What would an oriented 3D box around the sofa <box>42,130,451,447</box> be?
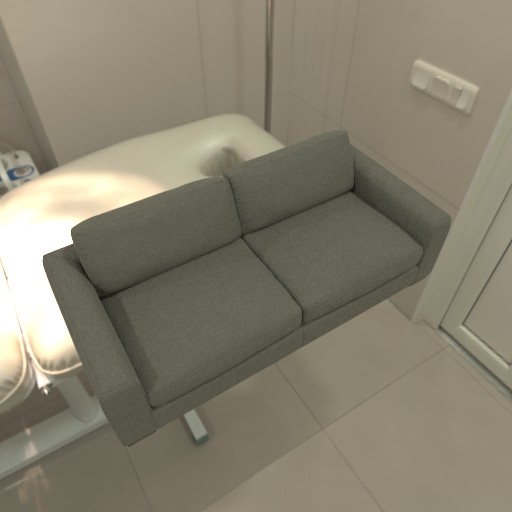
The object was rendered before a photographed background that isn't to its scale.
[{"bbox_3d":[0.000,0.000,2.721,2.262,0.801,1.070,-25,51,-21],"label":"sofa"}]
